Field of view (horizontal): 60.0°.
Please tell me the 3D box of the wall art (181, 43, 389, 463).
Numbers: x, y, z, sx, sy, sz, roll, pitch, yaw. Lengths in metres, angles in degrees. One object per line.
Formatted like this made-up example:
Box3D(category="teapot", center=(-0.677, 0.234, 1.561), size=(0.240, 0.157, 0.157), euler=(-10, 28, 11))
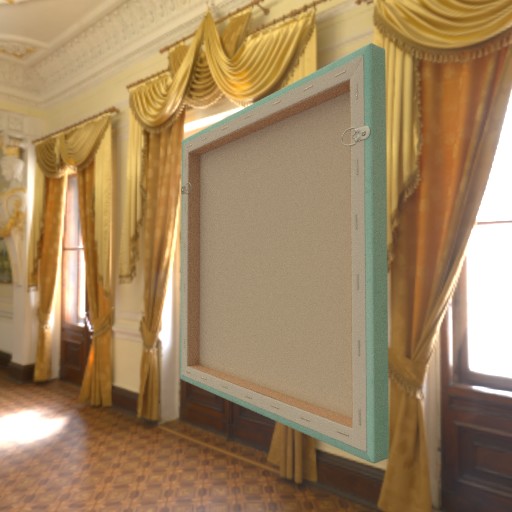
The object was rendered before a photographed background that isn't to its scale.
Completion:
Box3D(category="wall art", center=(0.000, 0.000, 1.568), size=(0.070, 1.073, 1.071), euler=(1, -2, -36))
